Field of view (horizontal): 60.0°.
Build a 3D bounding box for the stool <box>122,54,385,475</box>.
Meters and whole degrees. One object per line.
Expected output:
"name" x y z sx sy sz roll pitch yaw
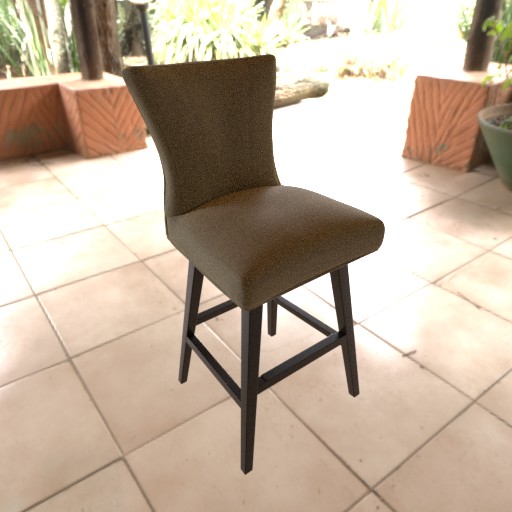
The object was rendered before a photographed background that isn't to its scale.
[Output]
"stool" 0.000 0.000 1.379 0.514 1.086 0.574 -21 37 -32
